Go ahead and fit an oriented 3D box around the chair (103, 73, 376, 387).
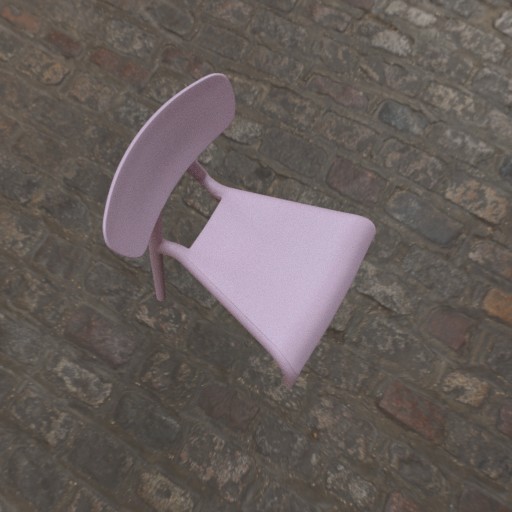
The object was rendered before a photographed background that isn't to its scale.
[{"bbox_3d":[0.000,0.000,0.842,0.401,0.580,0.356,30,78,7],"label":"chair"}]
